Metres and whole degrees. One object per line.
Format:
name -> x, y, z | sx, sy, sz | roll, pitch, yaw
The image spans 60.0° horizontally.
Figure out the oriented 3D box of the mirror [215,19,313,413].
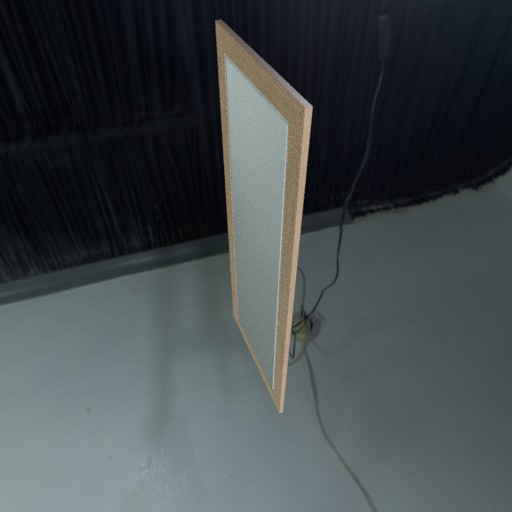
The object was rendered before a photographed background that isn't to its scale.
mirror -> 0.000, 0.000, 2.301 | 0.026, 2.031, 0.812 | -17, 48, -16
